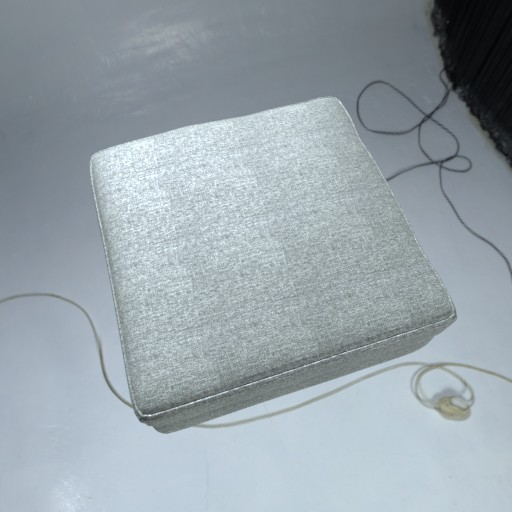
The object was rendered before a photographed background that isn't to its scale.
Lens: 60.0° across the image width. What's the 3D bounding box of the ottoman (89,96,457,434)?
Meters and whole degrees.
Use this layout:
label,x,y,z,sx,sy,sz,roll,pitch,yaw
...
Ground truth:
label,x,y,z,sx,sy,sz,roll,pitch,yaw
ottoman,0.000,0.000,1.389,0.838,0.481,0.838,-16,64,-8
